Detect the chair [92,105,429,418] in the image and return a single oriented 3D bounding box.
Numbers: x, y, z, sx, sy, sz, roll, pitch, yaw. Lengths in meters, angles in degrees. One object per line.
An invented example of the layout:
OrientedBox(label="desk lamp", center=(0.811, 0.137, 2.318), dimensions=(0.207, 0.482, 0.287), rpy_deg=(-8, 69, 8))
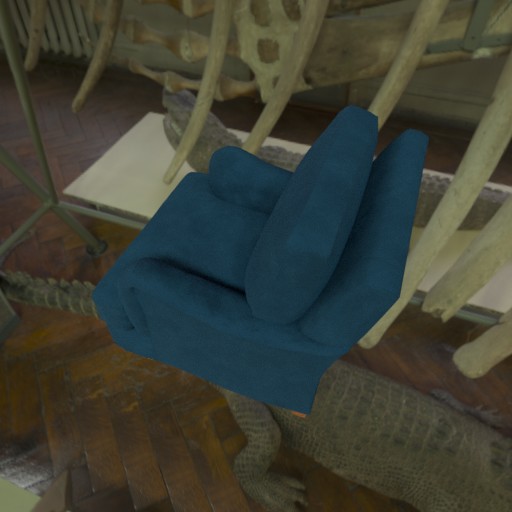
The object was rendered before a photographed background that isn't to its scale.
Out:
OrientedBox(label="chair", center=(0.000, 0.000, 1.833), dimensions=(1.078, 1.076, 0.895), rpy_deg=(15, 48, 14))
